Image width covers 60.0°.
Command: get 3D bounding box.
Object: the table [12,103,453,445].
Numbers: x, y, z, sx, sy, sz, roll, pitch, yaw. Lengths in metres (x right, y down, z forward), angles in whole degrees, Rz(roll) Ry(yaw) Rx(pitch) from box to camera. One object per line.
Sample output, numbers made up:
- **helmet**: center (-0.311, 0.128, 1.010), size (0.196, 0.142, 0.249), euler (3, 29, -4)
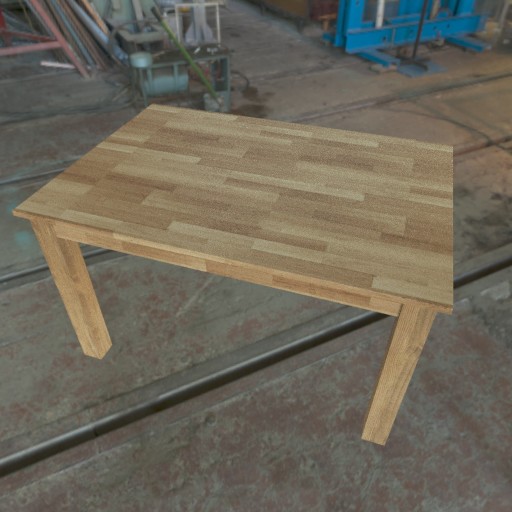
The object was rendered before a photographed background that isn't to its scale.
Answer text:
- **table**: center (0.000, 0.000, 1.789), size (1.300, 0.750, 0.900), euler (12, 42, 14)
